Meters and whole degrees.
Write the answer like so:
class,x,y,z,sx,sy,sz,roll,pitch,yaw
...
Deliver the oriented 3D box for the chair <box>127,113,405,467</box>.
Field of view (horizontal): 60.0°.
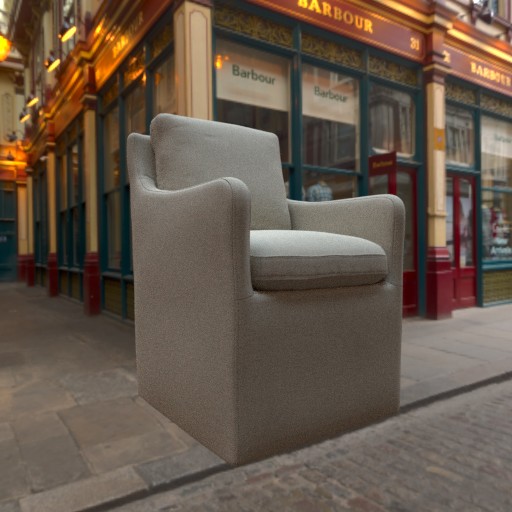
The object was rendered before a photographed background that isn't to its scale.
class,x,y,z,sx,sy,sz,roll,pitch,yaw
chair,0.000,0.000,1.378,0.626,0.914,0.694,-1,1,-35
